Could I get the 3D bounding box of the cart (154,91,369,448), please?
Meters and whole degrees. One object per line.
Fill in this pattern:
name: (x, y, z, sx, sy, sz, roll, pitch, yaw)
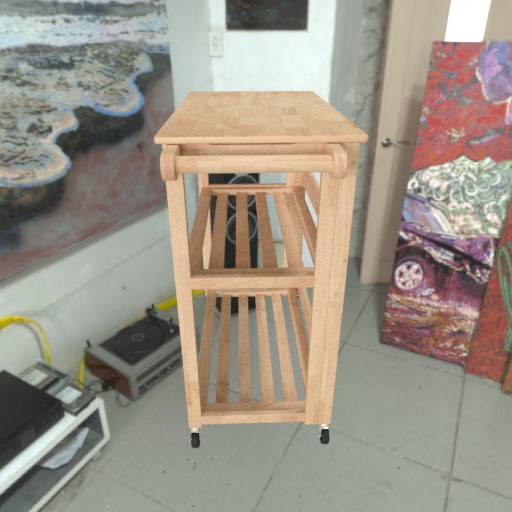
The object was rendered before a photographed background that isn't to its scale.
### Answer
cart: (0.000, 0.000, 1.383, 0.432, 0.879, 0.853, -1, 27, -2)
